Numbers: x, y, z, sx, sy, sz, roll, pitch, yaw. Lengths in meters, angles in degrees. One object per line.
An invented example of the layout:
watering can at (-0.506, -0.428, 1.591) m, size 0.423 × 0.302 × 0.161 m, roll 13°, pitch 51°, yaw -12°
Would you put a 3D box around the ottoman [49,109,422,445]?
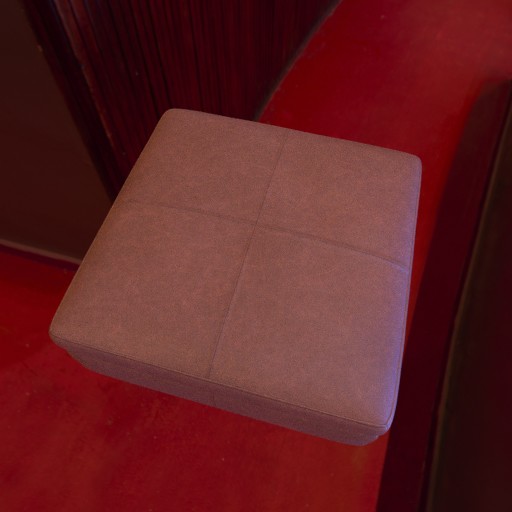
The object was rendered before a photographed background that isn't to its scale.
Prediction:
ottoman at (0.000, 0.000, 1.792) m, size 1.168 × 0.490 × 1.168 m, roll 13°, pitch 60°, yaw 8°
